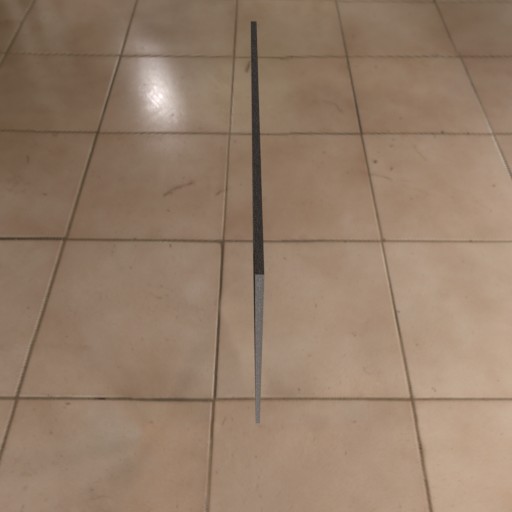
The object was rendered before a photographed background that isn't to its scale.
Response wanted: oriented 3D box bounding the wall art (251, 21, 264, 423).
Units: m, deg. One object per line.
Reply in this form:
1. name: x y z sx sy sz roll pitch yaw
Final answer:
1. wall art: 0.000 0.000 1.463 0.016 1.116 0.810 -1 57 -1
